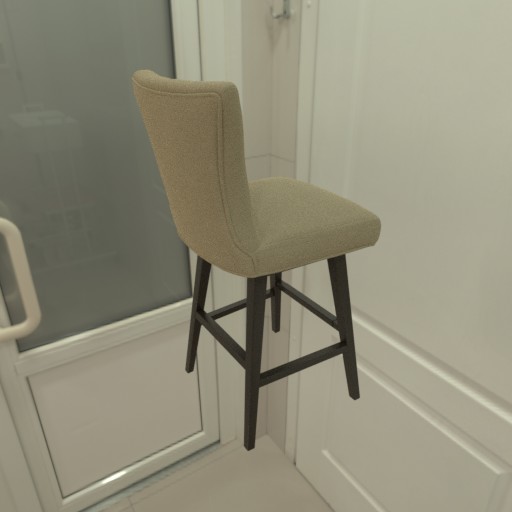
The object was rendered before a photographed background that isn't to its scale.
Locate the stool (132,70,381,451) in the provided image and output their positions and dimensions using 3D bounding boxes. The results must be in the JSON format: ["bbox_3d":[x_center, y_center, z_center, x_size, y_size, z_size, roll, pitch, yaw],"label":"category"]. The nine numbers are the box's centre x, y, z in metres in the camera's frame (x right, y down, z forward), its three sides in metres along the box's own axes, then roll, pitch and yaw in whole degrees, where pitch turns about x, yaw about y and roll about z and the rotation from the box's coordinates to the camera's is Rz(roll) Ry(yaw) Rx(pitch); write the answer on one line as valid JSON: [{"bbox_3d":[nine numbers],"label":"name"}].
[{"bbox_3d":[0.000,0.000,1.409,0.574,1.086,0.514,-16,31,-30],"label":"stool"}]
